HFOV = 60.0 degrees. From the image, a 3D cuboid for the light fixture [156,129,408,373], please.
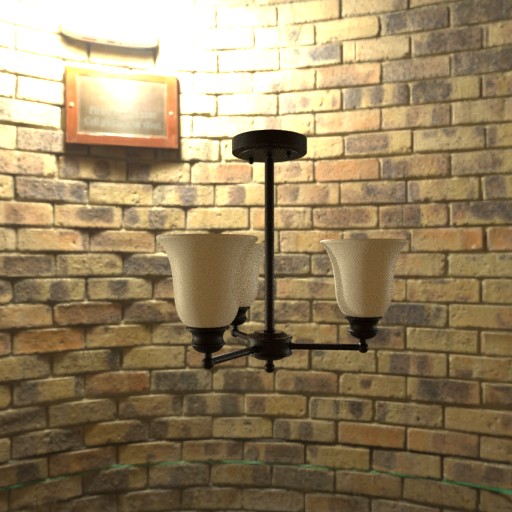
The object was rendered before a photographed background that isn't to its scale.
[{"bbox_3d":[0.000,0.000,0.676,0.388,0.370,0.354,-1,-1,35],"label":"light fixture"}]
